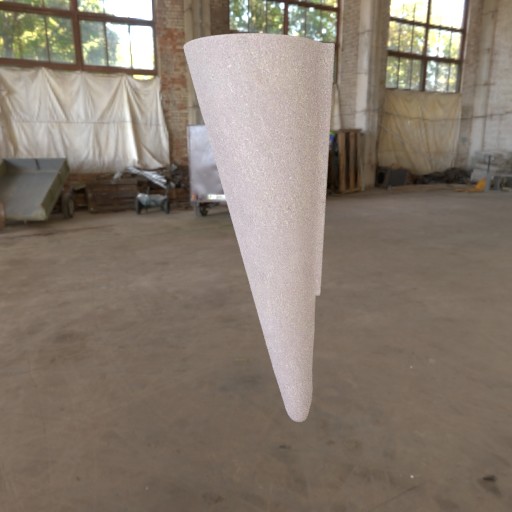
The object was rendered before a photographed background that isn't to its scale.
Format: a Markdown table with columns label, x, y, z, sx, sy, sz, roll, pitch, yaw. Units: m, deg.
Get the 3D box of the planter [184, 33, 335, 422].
| label | x | y | z | sx | sy | sz | roll | pitch | yaw |
| --- | --- | --- | --- | --- | --- | --- | --- | --- | --- |
| planter | 0.000 | 0.000 | 0.300 | 0.087 | 0.259 | 0.078 | -2 | 14 | -8 |
